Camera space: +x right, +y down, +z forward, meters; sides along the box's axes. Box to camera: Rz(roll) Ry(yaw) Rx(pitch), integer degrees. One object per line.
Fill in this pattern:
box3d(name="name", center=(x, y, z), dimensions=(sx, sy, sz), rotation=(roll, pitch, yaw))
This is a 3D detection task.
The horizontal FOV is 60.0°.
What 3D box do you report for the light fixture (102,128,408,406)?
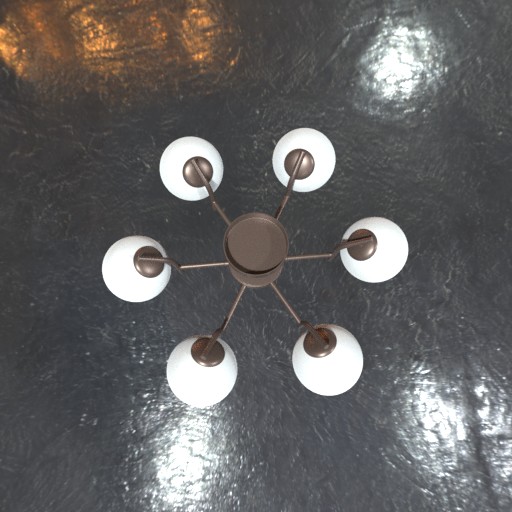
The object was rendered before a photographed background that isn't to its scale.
box3d(name="light fixture", center=(0.000, 0.000, 0.942), dimensions=(0.662, 0.201, 0.662), rotation=(0, 76, 0))
